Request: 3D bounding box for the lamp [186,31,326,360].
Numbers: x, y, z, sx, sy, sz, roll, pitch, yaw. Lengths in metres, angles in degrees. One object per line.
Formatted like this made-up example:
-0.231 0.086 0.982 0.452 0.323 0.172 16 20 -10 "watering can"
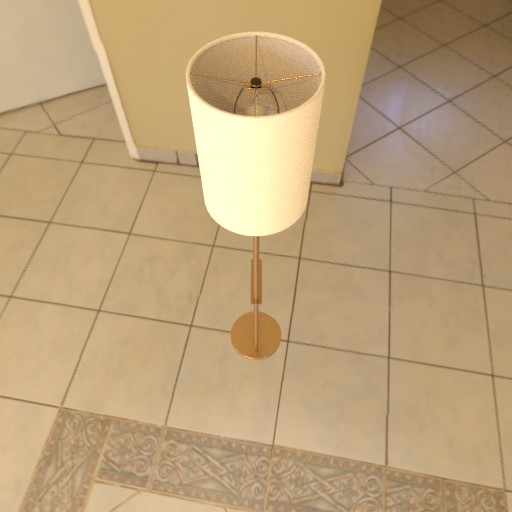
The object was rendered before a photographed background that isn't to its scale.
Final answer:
0.000 0.000 1.599 0.305 1.500 0.306 0 57 0 "lamp"
